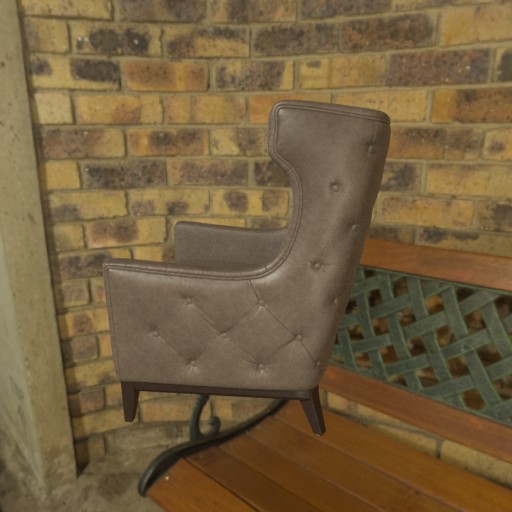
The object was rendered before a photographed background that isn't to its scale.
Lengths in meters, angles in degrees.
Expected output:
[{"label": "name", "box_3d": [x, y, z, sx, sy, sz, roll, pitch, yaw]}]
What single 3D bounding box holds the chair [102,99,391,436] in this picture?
[{"label": "chair", "box_3d": [0.000, 0.000, 1.700, 0.899, 1.079, 0.769, 2, 15, 9]}]
